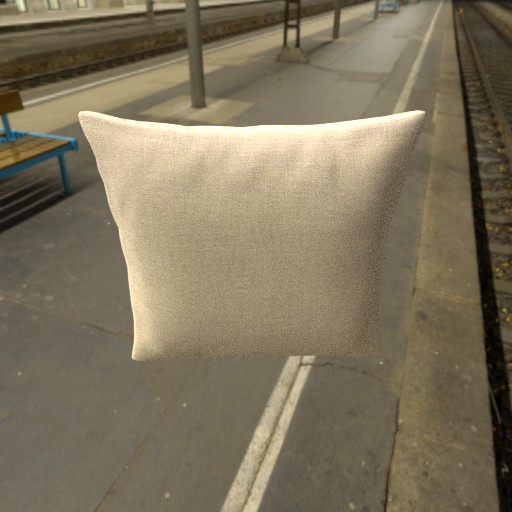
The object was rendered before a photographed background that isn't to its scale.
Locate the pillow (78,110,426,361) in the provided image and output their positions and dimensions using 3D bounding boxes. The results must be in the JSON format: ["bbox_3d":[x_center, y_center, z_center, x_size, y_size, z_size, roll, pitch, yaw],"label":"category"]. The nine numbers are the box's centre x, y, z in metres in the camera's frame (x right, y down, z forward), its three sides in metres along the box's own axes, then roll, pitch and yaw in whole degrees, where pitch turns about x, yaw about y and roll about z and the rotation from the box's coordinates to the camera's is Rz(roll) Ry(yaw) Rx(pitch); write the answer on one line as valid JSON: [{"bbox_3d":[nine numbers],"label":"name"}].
[{"bbox_3d":[0.000,0.000,0.793,0.523,0.510,0.166,0,32,-1],"label":"pillow"}]
